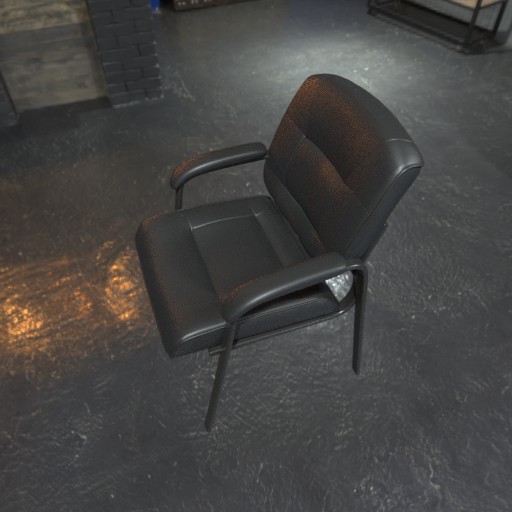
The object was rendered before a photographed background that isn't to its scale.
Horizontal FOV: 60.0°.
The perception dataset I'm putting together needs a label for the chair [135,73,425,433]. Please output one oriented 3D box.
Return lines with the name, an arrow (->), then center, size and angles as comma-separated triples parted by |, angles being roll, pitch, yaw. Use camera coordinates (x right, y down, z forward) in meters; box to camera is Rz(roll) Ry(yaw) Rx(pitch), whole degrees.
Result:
chair -> 0.000, 0.000, 1.335 | 0.668, 0.910, 0.591 | -16, 49, -14
